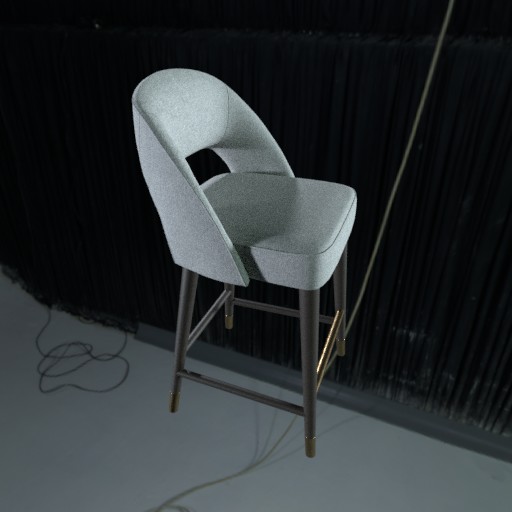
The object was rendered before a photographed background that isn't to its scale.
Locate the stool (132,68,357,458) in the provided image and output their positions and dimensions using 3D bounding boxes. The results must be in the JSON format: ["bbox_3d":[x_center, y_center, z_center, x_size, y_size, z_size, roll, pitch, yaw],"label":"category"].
[{"bbox_3d":[0.000,0.000,1.236,0.509,0.940,0.494,11,32,18],"label":"stool"}]
